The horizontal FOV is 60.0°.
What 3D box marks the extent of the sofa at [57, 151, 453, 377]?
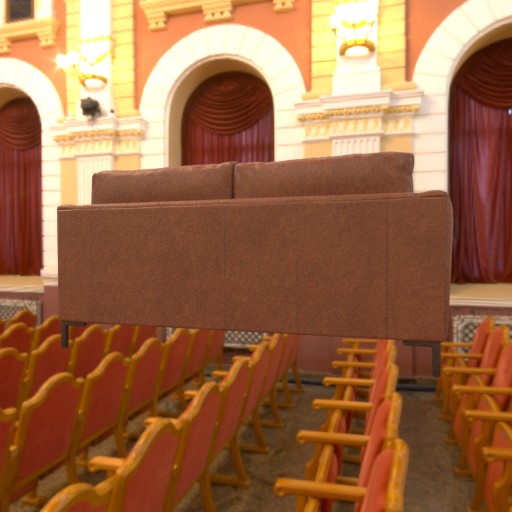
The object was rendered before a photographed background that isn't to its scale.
[{"bbox_3d":[0.000,0.000,2.295,1.797,0.883,0.899,0,1,17],"label":"sofa"}]
